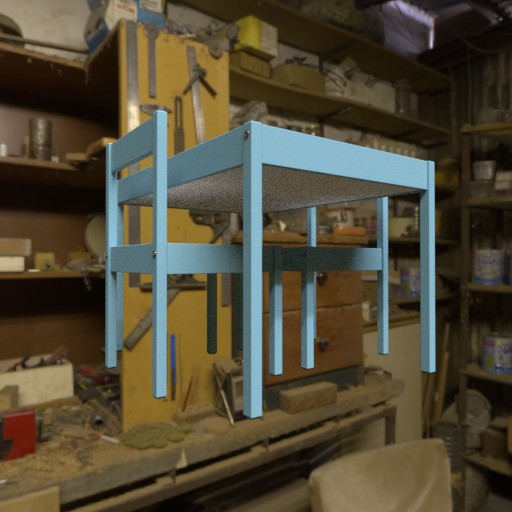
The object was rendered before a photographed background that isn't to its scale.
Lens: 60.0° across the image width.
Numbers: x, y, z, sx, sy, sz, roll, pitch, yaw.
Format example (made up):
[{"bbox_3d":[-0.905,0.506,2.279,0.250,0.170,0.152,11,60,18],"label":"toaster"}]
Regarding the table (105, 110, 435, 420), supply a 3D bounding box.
[{"bbox_3d":[0.000,0.000,1.067,0.633,0.503,0.639,0,-1,-36],"label":"table"}]
